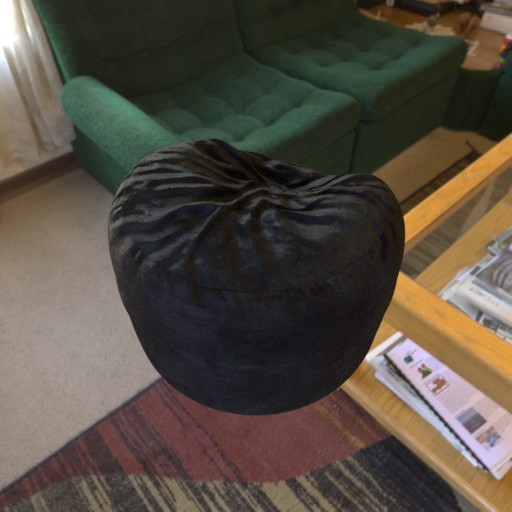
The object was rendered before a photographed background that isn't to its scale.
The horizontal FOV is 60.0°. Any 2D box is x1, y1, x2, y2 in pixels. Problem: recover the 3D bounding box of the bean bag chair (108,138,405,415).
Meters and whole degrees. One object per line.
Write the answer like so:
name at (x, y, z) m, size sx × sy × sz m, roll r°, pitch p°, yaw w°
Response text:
bean bag chair at (0.000, 0.000, 1.501) m, size 0.918 × 0.616 × 0.918 m, roll 0°, pitch 46°, yaw 0°
